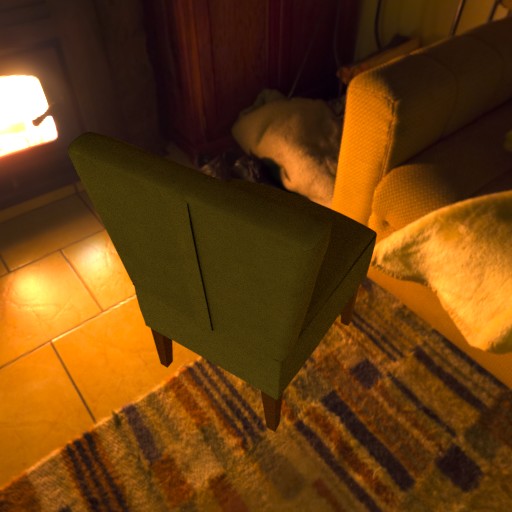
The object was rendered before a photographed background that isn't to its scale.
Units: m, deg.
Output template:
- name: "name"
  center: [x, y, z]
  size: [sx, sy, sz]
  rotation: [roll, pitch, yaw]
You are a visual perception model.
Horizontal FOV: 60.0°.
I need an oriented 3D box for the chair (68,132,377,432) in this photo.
- name: "chair"
  center: [0.000, 0.000, 1.174]
  size: [0.521, 0.806, 0.554]
  rotation: [24, 51, 21]
